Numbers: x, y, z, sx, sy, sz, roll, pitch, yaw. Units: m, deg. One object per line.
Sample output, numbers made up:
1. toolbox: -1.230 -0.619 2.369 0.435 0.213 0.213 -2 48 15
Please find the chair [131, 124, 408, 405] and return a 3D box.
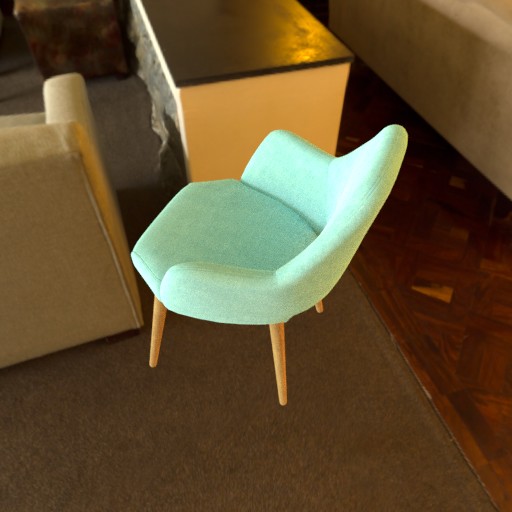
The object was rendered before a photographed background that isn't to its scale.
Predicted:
1. chair: 0.000 0.000 1.227 0.610 0.840 0.590 17 50 15
